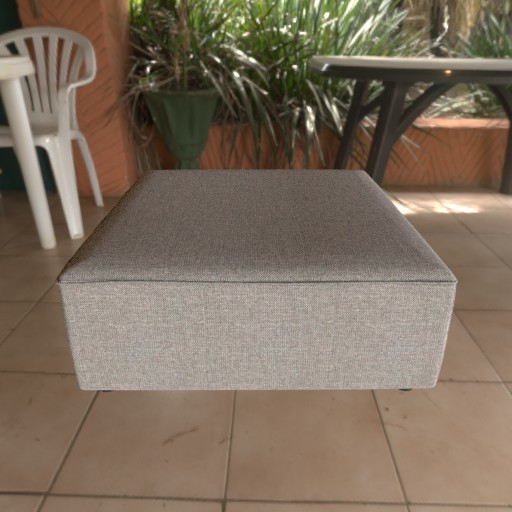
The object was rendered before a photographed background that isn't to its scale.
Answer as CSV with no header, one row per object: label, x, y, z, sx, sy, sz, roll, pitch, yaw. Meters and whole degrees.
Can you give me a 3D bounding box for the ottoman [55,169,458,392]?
ottoman,0.000,0.000,1.602,1.023,0.423,1.017,0,26,0
